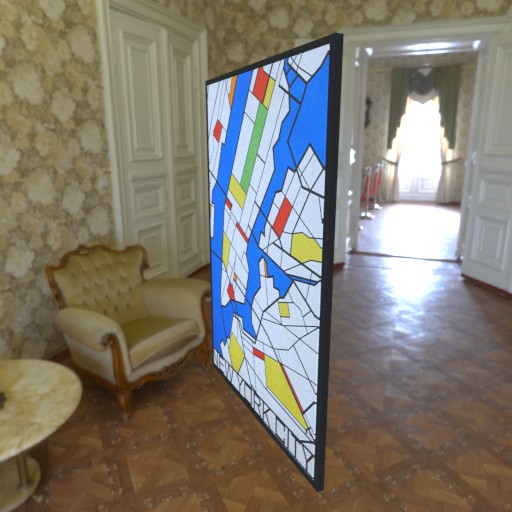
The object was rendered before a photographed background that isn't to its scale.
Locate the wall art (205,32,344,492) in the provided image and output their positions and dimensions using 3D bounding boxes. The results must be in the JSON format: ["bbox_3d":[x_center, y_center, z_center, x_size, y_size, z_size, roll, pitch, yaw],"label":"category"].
[{"bbox_3d":[0.000,0.000,0.818,0.013,0.660,0.460,-7,15,-25],"label":"wall art"}]
